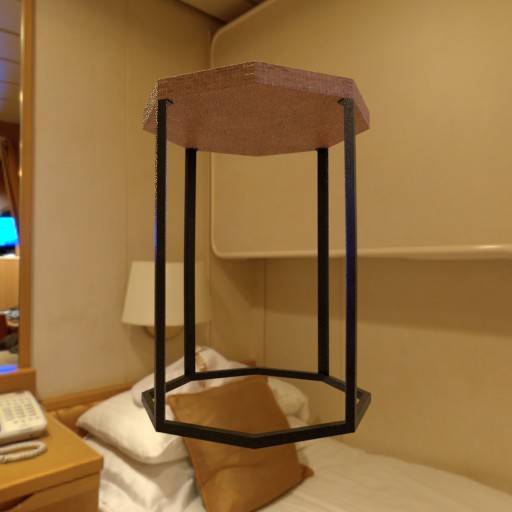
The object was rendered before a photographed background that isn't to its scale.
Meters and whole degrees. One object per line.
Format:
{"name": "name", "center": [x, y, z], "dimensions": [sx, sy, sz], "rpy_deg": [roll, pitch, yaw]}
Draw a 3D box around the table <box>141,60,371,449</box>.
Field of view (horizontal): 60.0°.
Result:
{"name": "table", "center": [0.000, 0.000, 0.848], "dimensions": [0.437, 0.553, 0.437], "rpy_deg": [0, -1, 1]}
